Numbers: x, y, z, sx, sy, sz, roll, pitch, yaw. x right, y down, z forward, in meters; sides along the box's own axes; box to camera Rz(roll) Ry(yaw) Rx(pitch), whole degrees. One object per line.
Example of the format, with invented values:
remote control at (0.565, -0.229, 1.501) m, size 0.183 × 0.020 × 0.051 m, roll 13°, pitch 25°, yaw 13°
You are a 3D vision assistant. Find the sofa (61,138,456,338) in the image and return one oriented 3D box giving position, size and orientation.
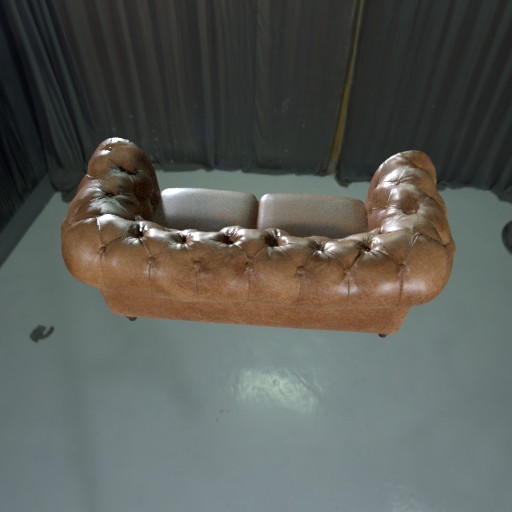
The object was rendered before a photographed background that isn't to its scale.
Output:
sofa at (0.000, 0.000, 2.512) m, size 1.979 × 0.877 × 1.042 m, roll 3°, pitch 46°, yaw 3°
